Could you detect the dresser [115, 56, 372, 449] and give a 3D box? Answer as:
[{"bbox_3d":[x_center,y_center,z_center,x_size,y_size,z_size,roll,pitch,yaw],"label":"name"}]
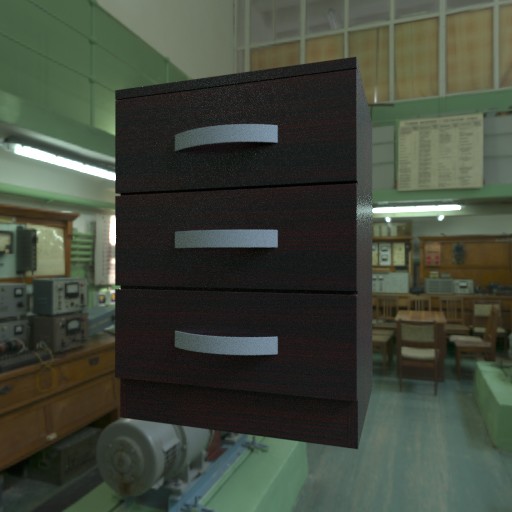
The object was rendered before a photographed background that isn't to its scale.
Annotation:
[{"bbox_3d":[0.000,0.000,0.831,0.400,0.560,0.360,0,0,18],"label":"dresser"}]
